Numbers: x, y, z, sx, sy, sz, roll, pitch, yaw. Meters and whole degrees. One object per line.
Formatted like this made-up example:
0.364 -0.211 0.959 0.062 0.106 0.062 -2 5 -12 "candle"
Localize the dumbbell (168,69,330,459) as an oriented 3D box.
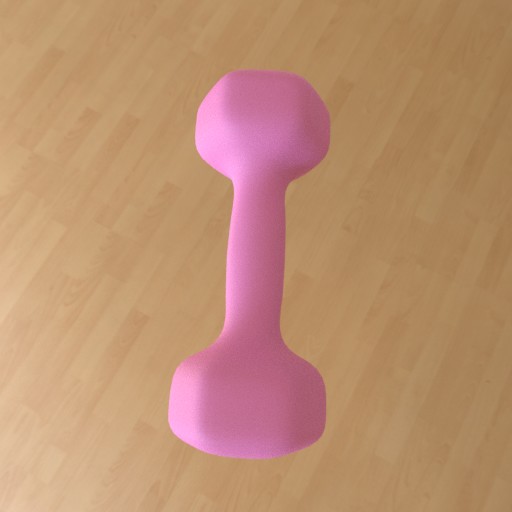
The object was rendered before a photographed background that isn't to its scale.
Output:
0.000 0.000 0.192 0.064 0.058 0.159 4 76 1 "dumbbell"
